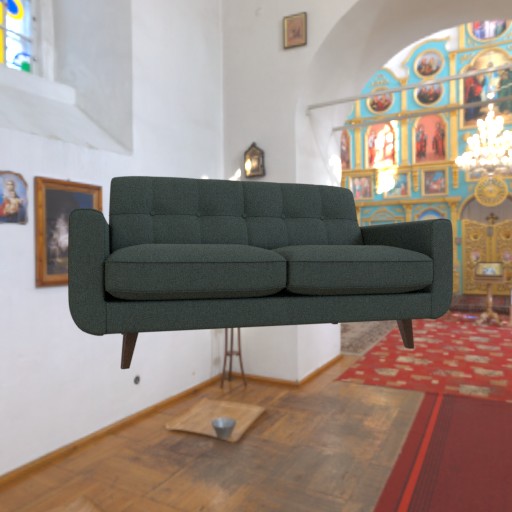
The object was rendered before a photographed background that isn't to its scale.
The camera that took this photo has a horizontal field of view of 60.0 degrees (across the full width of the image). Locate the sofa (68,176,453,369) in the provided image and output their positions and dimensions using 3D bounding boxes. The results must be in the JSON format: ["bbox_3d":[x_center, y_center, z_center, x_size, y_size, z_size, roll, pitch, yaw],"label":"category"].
[{"bbox_3d":[0.000,0.000,2.190,1.631,0.841,0.909,0,0,-17],"label":"sofa"}]
